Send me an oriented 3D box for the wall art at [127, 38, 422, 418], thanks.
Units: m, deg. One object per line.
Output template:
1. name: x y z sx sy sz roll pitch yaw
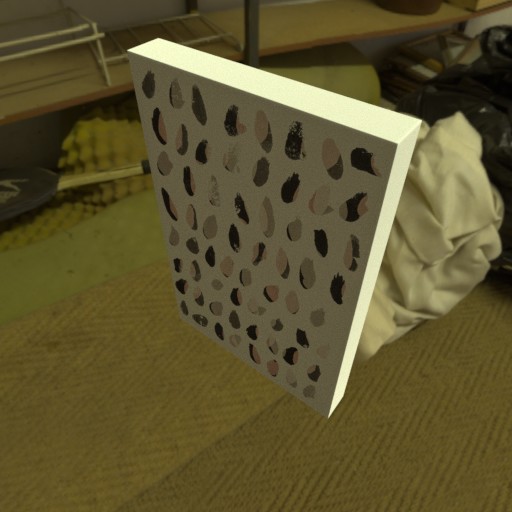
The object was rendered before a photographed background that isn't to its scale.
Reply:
1. wall art: 0.000 0.000 0.475 0.252 0.381 0.039 28 51 26
